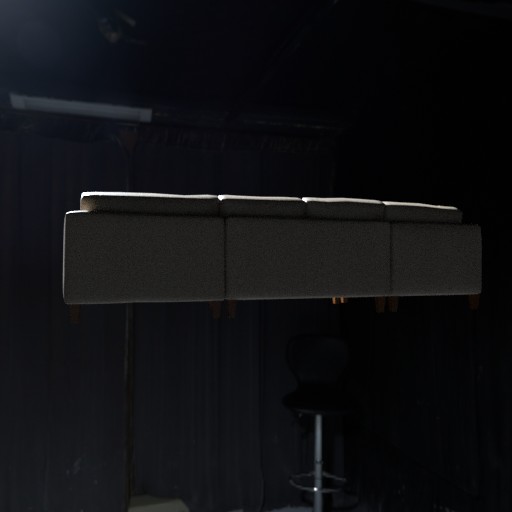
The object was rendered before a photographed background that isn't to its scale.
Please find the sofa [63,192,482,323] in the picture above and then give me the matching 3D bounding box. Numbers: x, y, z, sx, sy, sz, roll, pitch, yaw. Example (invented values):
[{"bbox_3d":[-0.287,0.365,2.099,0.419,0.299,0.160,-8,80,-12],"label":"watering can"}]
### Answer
[{"bbox_3d":[0.000,0.000,4.661,3.460,0.961,2.594,0,-1,-16],"label":"sofa"}]
